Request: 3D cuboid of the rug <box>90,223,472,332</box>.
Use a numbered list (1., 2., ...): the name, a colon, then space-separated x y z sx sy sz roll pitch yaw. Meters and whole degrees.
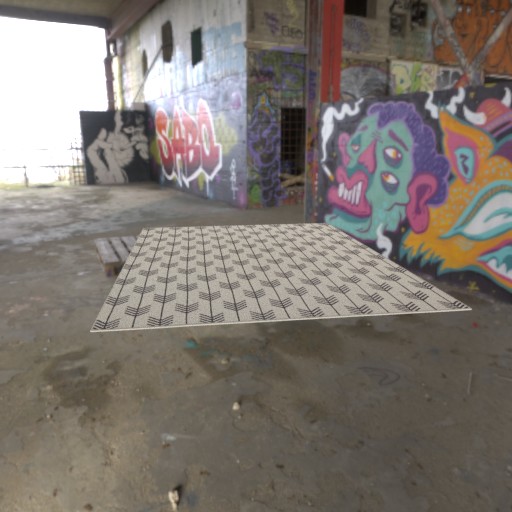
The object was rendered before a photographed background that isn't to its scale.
1. rug: 0.000 0.000 4.108 2.330 0.010 3.061 -2 15 -8
